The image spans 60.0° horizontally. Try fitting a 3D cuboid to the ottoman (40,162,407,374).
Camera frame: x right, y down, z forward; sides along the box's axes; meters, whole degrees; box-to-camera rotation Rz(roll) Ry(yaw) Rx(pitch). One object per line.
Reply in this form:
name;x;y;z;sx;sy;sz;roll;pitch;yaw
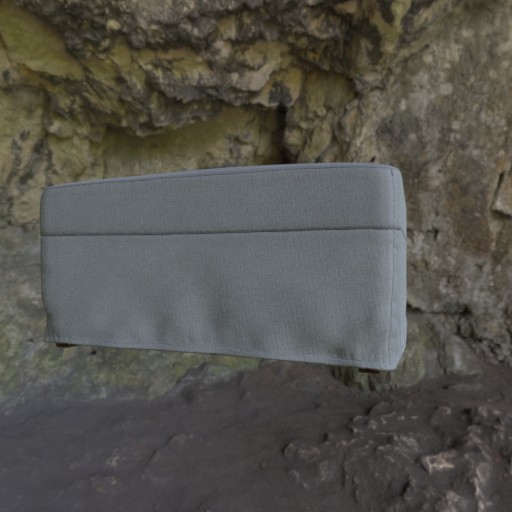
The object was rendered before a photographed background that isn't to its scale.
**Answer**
ottoman;0.000;0.000;1.308;0.842;0.441;0.843;0;0;19
